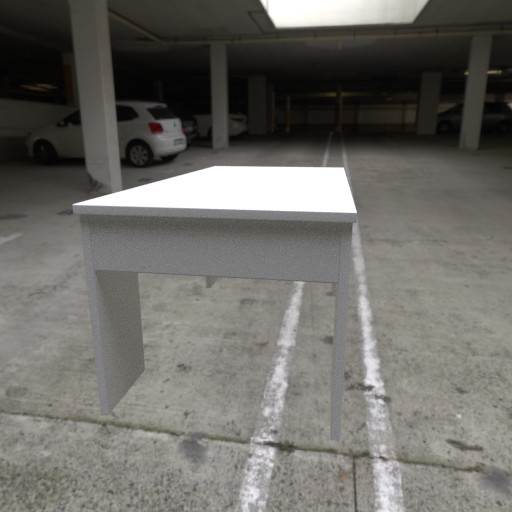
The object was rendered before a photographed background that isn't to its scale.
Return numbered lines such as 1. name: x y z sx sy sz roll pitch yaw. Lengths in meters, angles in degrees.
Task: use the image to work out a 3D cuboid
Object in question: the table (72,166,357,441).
1. table: 0.000 0.000 1.287 0.500 0.440 1.000 3 16 9
